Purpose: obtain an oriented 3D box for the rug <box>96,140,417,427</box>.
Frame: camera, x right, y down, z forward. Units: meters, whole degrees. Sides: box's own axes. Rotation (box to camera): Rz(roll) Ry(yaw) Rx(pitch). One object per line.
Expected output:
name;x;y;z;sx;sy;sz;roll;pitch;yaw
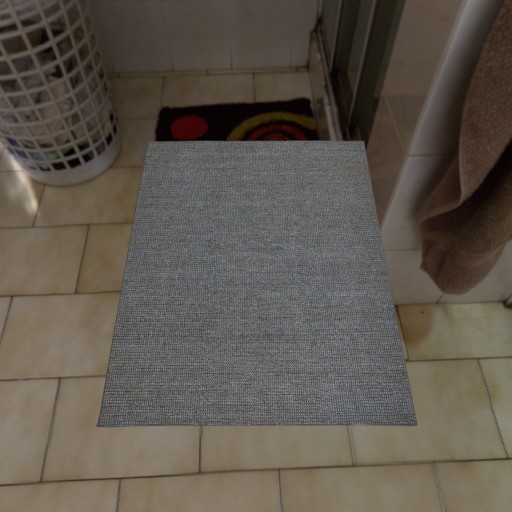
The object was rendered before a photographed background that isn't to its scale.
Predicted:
rug;0.000;0.000;4.189;2.456;0.021;3.068;0;58;0
